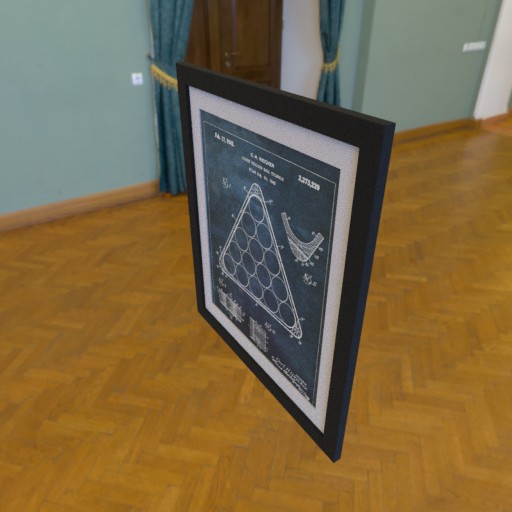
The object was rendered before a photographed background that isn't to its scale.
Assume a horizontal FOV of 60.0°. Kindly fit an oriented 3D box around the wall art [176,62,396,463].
[{"bbox_3d":[0.000,0.000,0.492,0.010,0.361,0.311,-20,37,-29],"label":"wall art"}]
